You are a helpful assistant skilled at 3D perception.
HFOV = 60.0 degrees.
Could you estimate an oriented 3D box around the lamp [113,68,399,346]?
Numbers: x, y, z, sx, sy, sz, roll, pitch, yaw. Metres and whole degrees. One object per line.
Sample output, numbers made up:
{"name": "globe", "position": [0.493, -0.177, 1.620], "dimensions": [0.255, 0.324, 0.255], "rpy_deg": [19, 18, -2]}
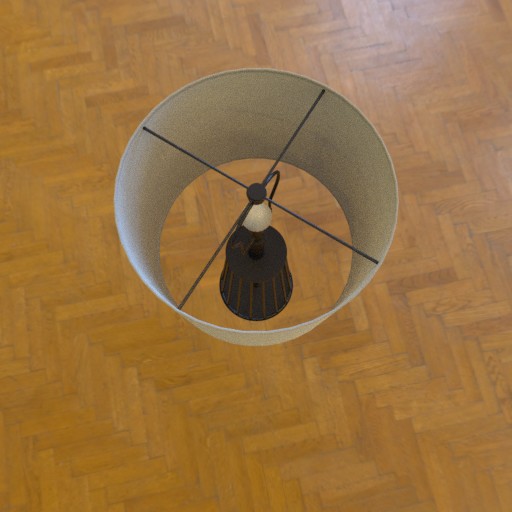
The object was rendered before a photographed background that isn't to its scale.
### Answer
{"name": "lamp", "position": [0.000, 0.000, 0.788], "dimensions": [0.322, 0.593, 0.322], "rpy_deg": [31, 78, 8]}
